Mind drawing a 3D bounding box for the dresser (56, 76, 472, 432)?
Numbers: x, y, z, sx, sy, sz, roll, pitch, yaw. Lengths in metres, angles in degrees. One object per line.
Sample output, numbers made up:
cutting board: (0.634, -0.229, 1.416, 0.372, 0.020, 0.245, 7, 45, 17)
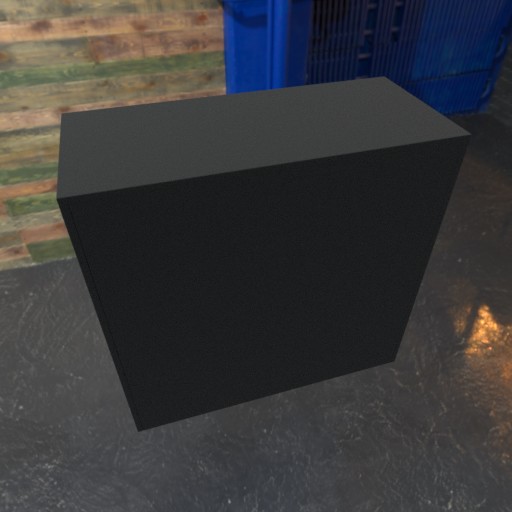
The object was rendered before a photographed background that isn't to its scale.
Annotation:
dresser: (0.000, 0.000, 1.126, 0.750, 0.720, 0.360, -11, 42, -13)
